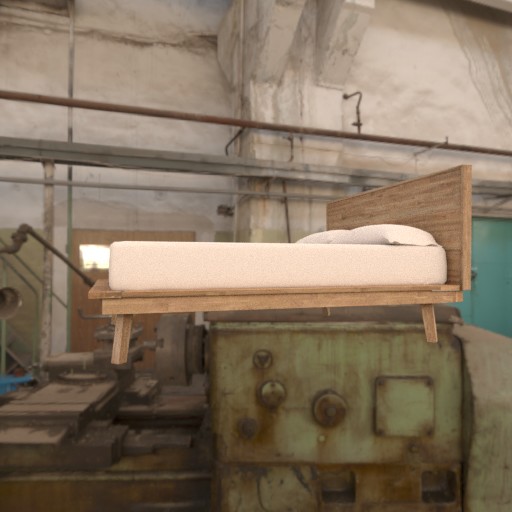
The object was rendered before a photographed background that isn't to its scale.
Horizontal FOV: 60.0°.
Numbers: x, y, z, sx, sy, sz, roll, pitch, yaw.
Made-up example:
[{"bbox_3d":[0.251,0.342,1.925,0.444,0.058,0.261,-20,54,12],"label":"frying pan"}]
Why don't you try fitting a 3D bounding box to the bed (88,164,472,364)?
[{"bbox_3d":[0.000,0.000,3.136,2.145,1.071,1.759,0,-1,-18],"label":"bed"}]
